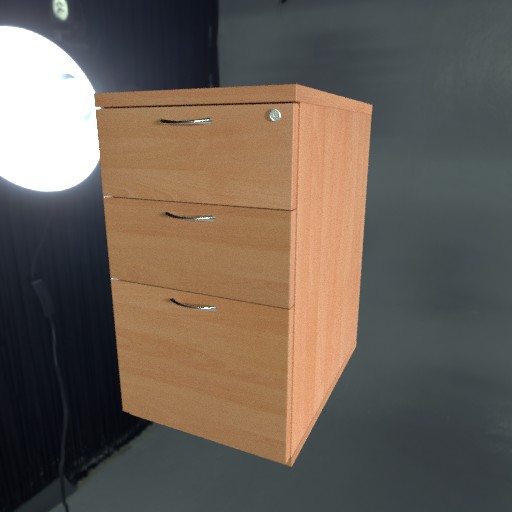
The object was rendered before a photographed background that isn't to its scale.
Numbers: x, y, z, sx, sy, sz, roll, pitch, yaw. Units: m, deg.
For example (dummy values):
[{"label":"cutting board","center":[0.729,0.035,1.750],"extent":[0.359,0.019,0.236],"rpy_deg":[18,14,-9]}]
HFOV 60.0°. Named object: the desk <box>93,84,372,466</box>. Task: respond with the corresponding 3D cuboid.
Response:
[{"label":"desk","center":[0.000,0.000,1.097],"extent":[0.404,0.730,0.600],"rpy_deg":[7,17,24]}]
